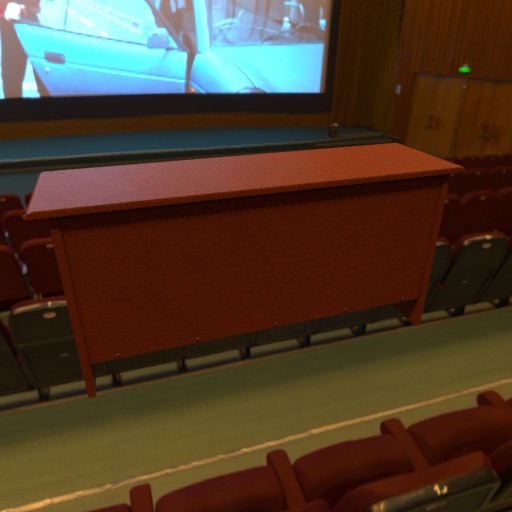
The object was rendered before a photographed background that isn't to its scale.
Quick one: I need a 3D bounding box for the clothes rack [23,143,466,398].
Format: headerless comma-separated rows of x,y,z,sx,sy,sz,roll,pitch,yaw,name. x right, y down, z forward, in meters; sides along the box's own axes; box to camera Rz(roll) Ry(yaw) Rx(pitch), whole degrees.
0.000,0.000,1.476,1.251,0.594,0.362,-9,28,-16,clothes rack
